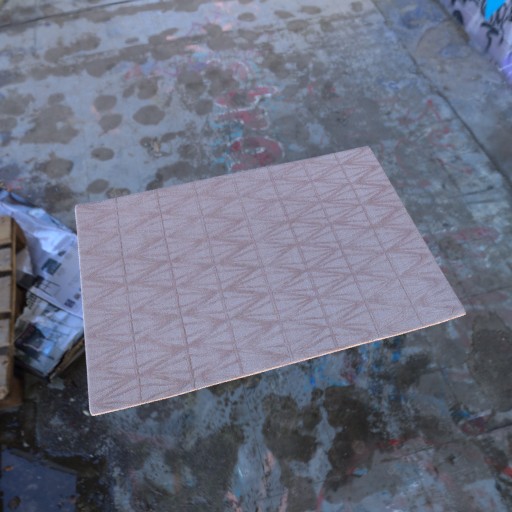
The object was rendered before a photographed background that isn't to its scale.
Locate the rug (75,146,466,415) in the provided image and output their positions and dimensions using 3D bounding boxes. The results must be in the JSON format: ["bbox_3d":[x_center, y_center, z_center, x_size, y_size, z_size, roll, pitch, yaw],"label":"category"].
[{"bbox_3d":[0.000,0.000,2.376,1.837,0.025,1.230,-13,59,-8],"label":"rug"}]
